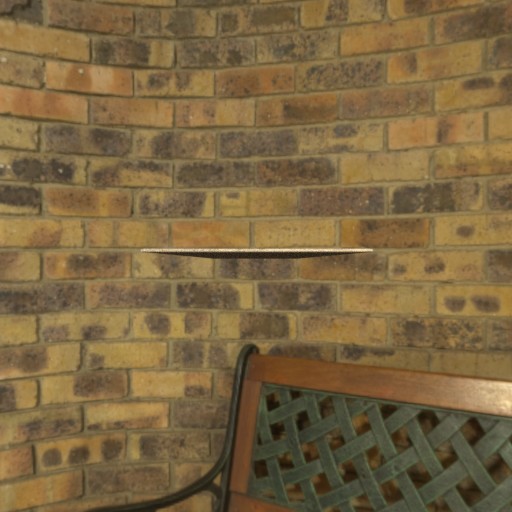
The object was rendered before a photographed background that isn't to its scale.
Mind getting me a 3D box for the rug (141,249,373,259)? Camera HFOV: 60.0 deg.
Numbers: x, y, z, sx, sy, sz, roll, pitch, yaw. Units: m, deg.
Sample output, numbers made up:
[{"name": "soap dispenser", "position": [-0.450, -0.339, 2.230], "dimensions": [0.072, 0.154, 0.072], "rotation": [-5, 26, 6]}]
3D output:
[{"name": "rug", "position": [0.000, 0.000, 2.637], "dimensions": [0.750, 0.011, 2.435], "rotation": [0, -1, 0]}]
